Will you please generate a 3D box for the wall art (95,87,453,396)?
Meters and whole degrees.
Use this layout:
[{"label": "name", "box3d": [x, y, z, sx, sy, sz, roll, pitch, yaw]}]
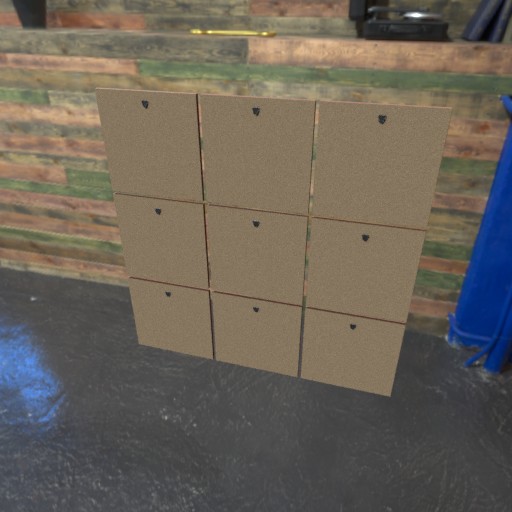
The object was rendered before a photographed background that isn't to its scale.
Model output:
[{"label": "wall art", "box3d": [0.000, 0.000, 1.318, 0.906, 0.904, 0.018, 8, 31, 14]}]
